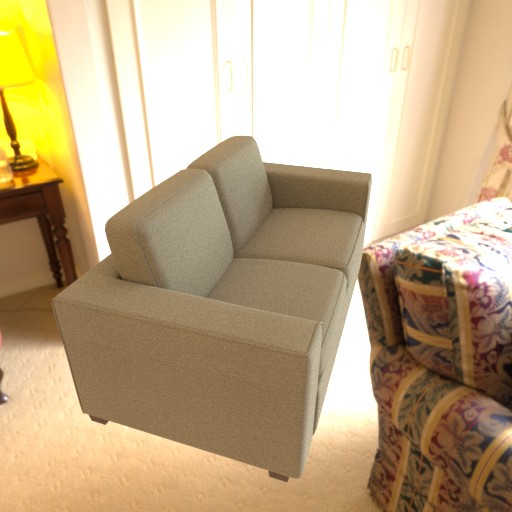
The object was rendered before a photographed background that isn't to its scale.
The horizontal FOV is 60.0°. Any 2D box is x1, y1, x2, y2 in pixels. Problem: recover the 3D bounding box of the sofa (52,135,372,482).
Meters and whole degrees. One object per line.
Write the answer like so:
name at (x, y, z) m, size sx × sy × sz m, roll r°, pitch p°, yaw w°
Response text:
sofa at (0.000, 0.000, 2.357) m, size 1.007 × 0.924 × 1.812 m, roll 10°, pitch 31°, yaw 16°
